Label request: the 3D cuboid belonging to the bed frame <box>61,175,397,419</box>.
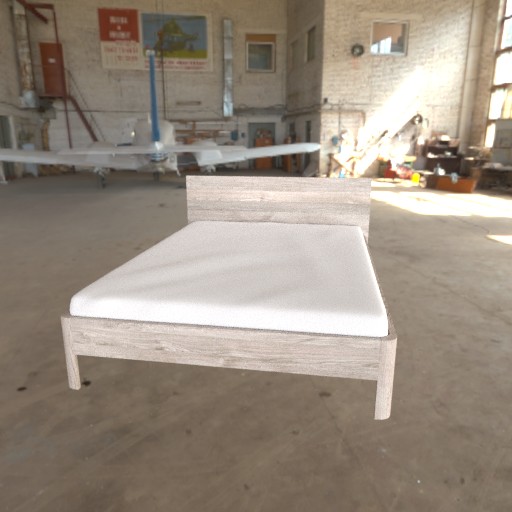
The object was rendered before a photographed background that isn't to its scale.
[{"bbox_3d":[0.000,0.000,2.730,1.490,0.800,1.950,3,15,9],"label":"bed frame"}]
